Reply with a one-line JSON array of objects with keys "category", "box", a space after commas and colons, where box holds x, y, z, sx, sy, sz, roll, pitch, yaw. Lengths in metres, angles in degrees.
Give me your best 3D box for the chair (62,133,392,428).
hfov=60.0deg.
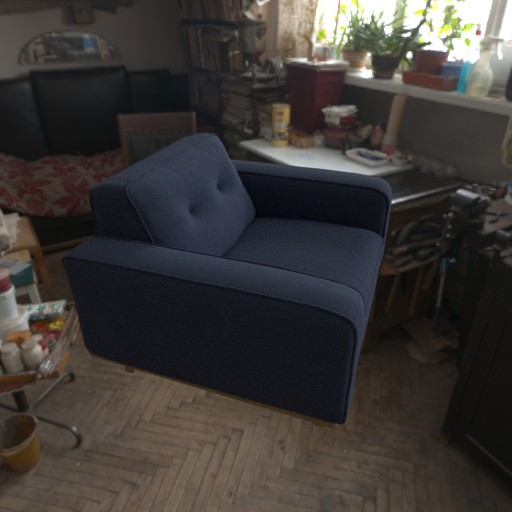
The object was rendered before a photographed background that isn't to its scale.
[{"category": "chair", "box": [0.000, 0.000, 1.789, 0.953, 0.783, 1.118, 10, 32, 17]}]
